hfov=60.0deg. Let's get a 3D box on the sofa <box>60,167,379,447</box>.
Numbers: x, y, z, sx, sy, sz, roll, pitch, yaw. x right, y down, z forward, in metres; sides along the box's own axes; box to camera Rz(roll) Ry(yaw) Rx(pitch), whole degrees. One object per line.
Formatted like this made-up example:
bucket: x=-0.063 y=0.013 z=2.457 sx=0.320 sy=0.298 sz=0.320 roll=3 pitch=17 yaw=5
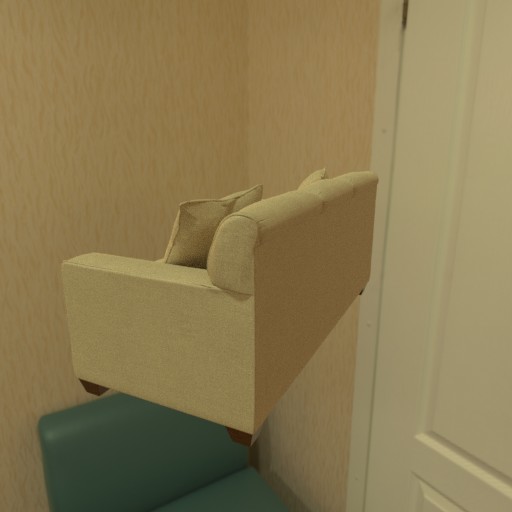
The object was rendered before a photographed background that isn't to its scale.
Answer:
sofa: x=0.000 y=0.000 z=2.622 sx=0.997 sy=0.958 sz=2.024 roll=8 pitch=17 yaw=25
